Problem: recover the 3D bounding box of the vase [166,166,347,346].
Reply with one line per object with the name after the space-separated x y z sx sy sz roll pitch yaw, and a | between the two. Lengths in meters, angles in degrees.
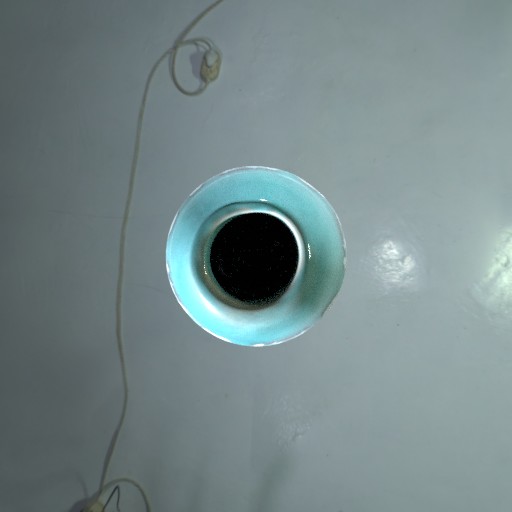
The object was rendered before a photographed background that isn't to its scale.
0.000 0.000 0.254 0.116 0.179 0.116 0 90 0 | vase
